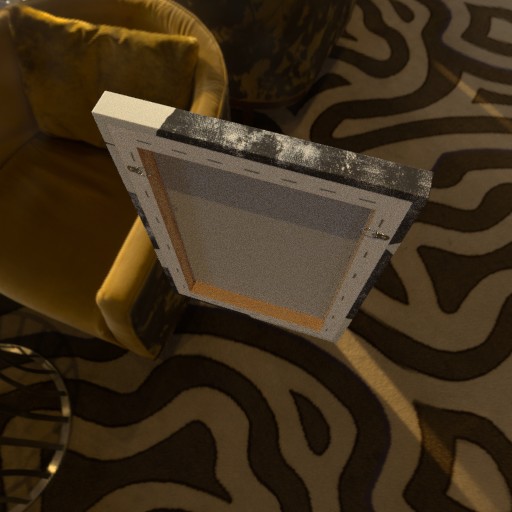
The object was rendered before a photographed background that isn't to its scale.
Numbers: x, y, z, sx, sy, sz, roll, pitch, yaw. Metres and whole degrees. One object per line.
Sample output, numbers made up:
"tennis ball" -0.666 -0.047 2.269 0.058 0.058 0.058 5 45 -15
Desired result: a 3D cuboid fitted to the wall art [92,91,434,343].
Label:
"wall art" 0.000 0.000 0.790 0.407 0.610 0.039 16 65 8
